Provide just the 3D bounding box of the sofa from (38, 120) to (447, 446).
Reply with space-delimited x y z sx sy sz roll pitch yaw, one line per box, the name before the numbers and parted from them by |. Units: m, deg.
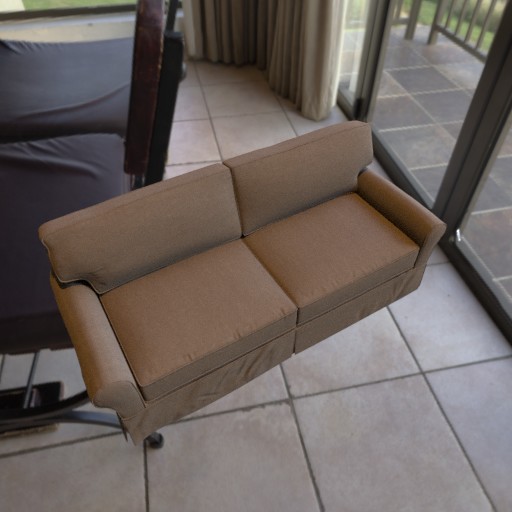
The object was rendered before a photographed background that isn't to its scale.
sofa | 0.000 0.000 2.679 2.248 0.943 0.991 -23 51 -21
